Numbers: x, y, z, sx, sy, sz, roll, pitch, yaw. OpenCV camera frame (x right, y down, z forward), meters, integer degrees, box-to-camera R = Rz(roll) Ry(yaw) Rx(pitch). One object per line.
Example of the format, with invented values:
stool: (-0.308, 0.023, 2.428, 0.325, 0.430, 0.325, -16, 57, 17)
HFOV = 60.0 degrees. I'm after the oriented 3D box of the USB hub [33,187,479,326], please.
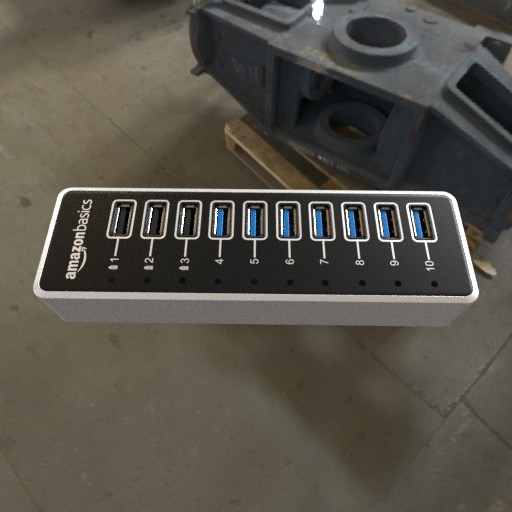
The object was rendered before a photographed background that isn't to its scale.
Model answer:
USB hub: (0.000, 0.000, 0.162, 0.145, 0.023, 0.044, 1, 62, 0)
